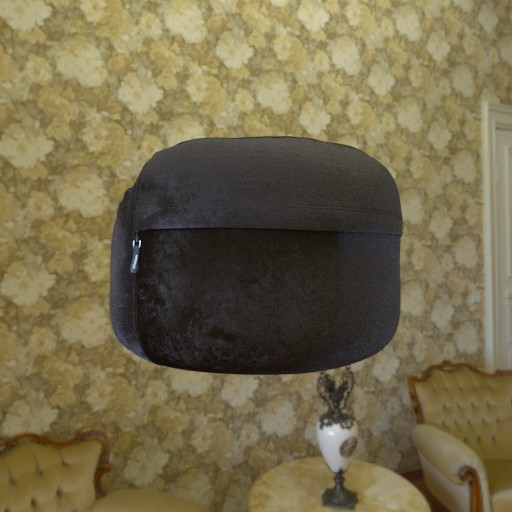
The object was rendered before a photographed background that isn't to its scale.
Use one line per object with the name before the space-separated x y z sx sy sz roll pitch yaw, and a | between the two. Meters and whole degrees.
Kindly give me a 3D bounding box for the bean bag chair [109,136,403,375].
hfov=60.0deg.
bean bag chair | 0.000 0.000 1.452 0.918 0.605 0.918 0 -1 0
